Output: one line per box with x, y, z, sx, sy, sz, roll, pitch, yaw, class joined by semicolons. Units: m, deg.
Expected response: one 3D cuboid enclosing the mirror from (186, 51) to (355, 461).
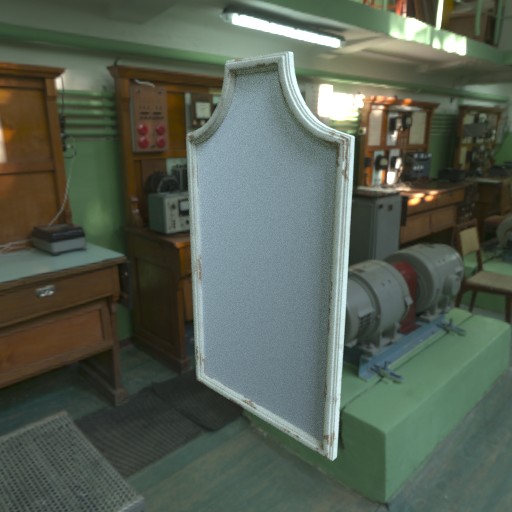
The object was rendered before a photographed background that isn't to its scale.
0.000;0.000;0.865;0.403;0.717;0.022;15;22;42;mirror
